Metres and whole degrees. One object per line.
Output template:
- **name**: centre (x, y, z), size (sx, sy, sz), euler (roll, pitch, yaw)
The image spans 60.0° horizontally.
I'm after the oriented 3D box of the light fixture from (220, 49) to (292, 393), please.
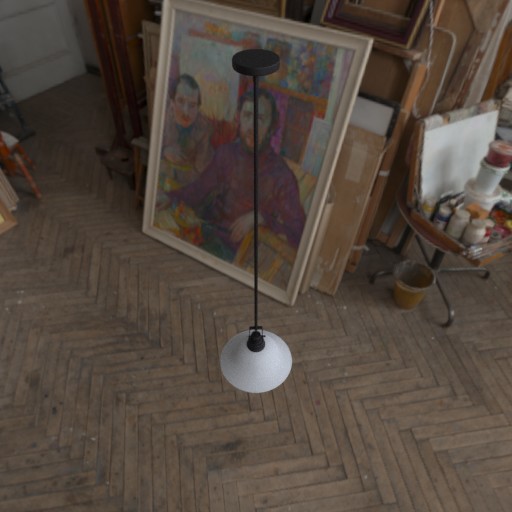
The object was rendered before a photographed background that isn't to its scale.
- **light fixture**: centre (0.000, 0.000, 1.526), size (0.324, 1.337, 0.324), euler (-2, 46, -2)
